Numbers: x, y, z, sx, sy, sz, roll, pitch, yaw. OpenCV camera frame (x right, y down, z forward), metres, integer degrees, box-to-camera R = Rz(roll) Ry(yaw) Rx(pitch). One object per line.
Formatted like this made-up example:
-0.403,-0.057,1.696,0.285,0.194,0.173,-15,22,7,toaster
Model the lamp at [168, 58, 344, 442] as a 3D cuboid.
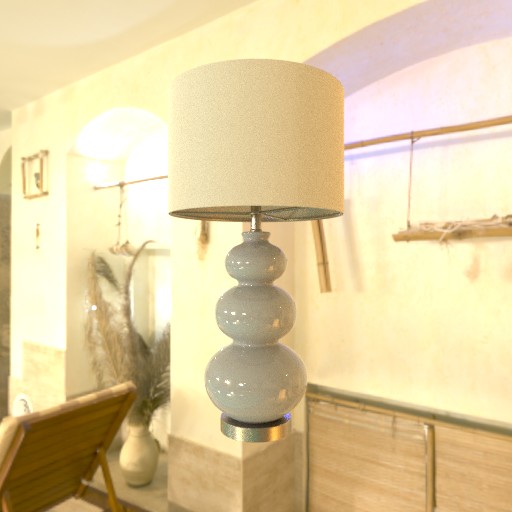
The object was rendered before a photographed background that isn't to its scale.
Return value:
0.000,0.000,0.941,0.367,0.730,0.367,0,0,36,lamp
